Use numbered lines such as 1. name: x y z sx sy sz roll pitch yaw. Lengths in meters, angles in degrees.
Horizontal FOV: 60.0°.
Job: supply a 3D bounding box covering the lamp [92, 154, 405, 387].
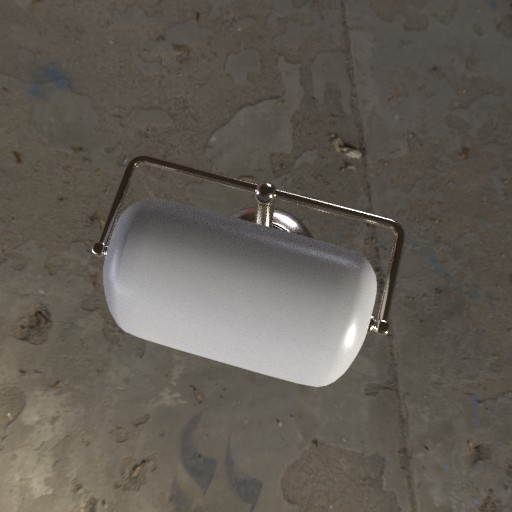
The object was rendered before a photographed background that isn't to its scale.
1. lamp: 0.000 0.000 0.508 0.264 0.339 0.243 15 77 3
